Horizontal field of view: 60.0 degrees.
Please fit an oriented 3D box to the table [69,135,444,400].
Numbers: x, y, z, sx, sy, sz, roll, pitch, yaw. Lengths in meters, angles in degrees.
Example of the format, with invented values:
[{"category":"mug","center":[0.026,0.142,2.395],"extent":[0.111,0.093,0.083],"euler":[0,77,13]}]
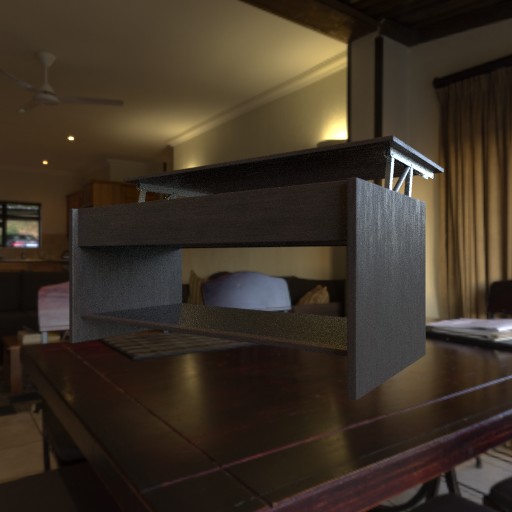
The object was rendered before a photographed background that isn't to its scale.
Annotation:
[{"category":"table","center":[0.000,0.000,1.451],"extent":[1.000,0.570,0.712],"euler":[0,0,36]}]
